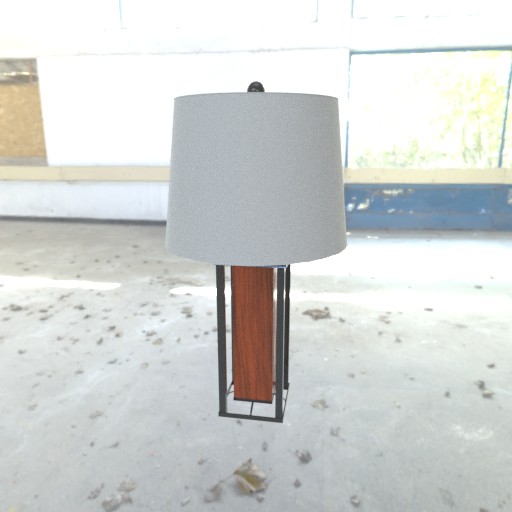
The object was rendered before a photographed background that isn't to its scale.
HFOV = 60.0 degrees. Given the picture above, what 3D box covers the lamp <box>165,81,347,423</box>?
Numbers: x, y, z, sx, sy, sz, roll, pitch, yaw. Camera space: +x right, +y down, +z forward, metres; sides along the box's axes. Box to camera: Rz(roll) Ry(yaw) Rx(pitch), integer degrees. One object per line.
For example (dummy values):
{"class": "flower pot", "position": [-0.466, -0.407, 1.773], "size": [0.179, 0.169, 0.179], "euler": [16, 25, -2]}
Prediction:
{"class": "lamp", "position": [0.000, 0.000, 0.799], "size": [0.320, 0.591, 0.320], "euler": [0, 15, 0]}
